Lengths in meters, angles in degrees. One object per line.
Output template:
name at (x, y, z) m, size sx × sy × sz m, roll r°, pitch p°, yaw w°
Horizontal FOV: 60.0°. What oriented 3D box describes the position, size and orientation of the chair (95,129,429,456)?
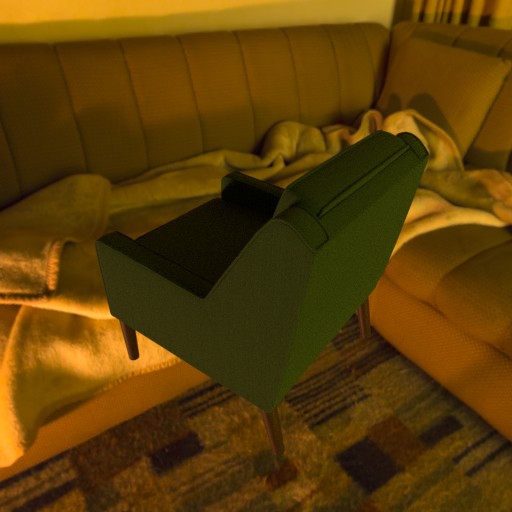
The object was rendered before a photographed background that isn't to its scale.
chair at (0.000, 0.000, 1.382) m, size 0.743 × 0.792 × 0.663 m, roll 22°, pitch 39°, yaw 30°
